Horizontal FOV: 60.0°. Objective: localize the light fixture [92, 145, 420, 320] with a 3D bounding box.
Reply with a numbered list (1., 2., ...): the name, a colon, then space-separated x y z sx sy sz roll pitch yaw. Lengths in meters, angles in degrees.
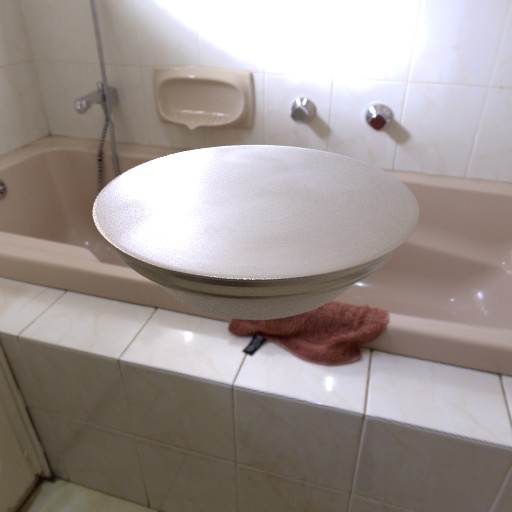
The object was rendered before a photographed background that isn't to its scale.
1. light fixture: 0.000 0.000 0.432 0.280 0.135 0.280 0 31 0
